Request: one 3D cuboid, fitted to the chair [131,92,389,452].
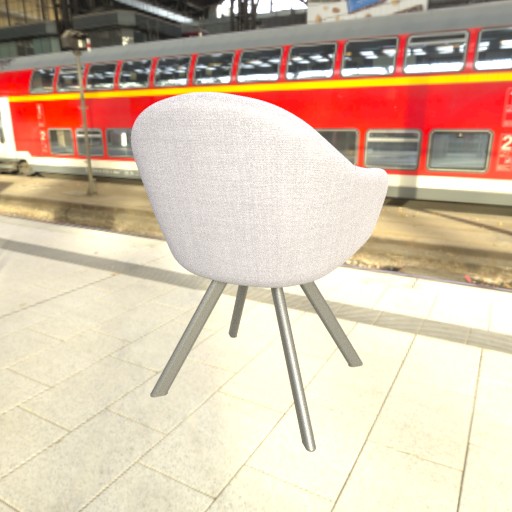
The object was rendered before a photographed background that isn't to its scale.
[{"bbox_3d":[0.000,0.000,1.182,0.590,0.795,0.550,8,19,26],"label":"chair"}]
